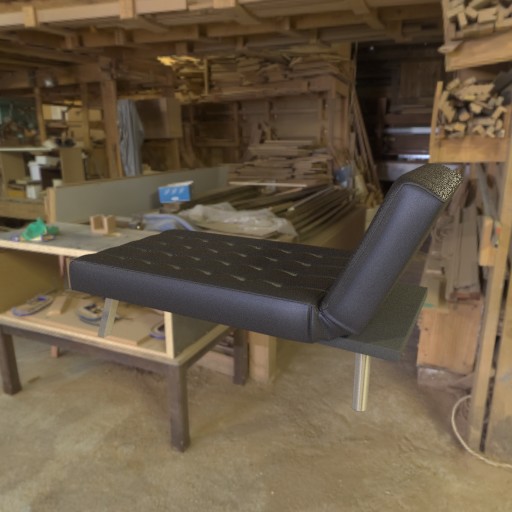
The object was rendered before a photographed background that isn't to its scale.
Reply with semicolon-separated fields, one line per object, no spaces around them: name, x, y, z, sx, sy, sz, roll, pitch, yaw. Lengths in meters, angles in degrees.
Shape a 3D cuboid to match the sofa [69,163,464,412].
sofa;0.000;0.000;1.970;1.560;0.820;0.760;8;18;27
